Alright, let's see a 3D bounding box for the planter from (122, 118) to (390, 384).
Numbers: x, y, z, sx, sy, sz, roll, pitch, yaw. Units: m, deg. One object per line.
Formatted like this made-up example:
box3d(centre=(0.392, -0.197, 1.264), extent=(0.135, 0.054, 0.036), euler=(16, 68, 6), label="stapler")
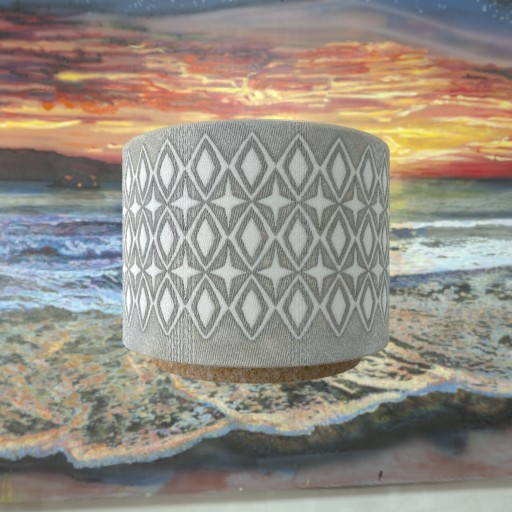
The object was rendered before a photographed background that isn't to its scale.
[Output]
box3d(centre=(0.000, 0.000, 0.285), extent=(0.164, 0.127, 0.164), euler=(0, 0, 0), label="planter")
